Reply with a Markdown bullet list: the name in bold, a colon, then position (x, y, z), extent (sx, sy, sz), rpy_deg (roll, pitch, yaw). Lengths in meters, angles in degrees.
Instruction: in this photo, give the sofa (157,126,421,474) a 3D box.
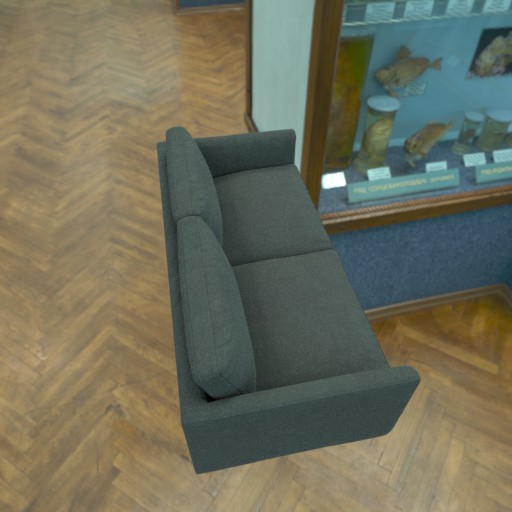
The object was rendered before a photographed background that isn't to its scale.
- **sofa**: position (0.000, 0.000, 2.830), extent (1.092, 0.838, 2.257), rpy_deg (-8, 46, -8)
